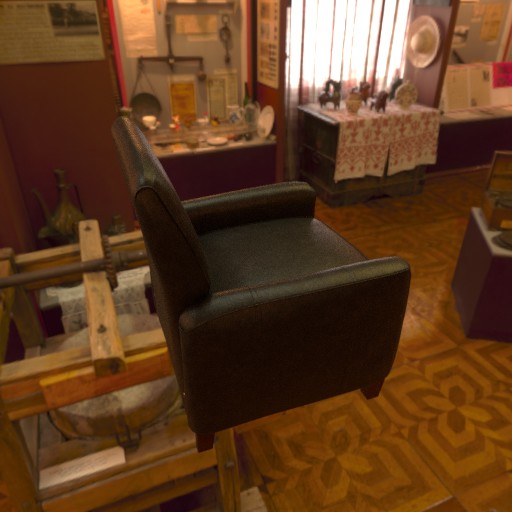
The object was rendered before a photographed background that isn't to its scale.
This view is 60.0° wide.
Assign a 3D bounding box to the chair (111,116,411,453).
[{"bbox_3d":[0.000,0.000,1.661,0.864,1.014,0.848,-11,32,-17],"label":"chair"}]
